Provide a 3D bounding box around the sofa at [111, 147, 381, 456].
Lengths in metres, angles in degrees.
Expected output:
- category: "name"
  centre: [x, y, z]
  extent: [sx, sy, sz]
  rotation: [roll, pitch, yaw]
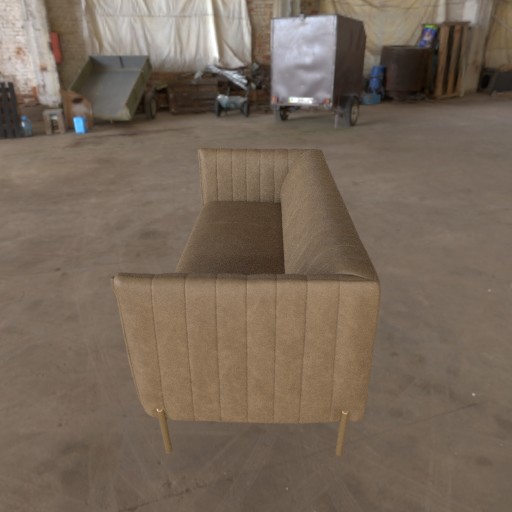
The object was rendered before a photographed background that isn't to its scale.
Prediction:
- category: "sofa"
  centre: [0.000, 0.000, 2.414]
  extent: [0.876, 0.779, 1.980]
  rotation: [1, 26, 2]
